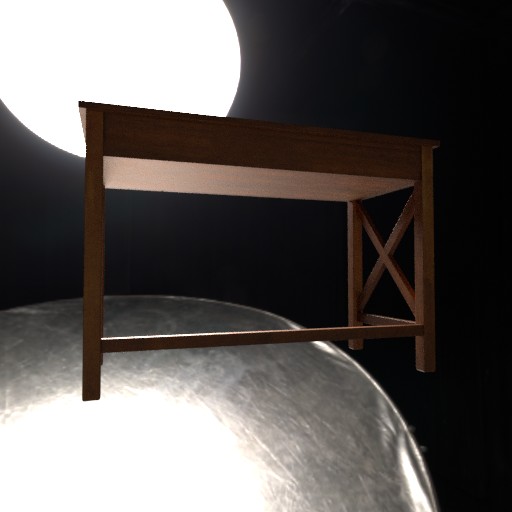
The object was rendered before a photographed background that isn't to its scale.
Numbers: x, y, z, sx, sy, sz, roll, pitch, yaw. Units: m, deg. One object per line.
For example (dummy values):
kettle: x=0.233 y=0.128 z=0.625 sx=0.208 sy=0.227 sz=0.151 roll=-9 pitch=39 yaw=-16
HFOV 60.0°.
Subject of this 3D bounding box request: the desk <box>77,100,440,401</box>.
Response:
desk: x=0.000 y=0.000 z=1.523 sx=1.117 sy=0.762 sz=0.508 roll=1 pitch=-2 yaw=-18
